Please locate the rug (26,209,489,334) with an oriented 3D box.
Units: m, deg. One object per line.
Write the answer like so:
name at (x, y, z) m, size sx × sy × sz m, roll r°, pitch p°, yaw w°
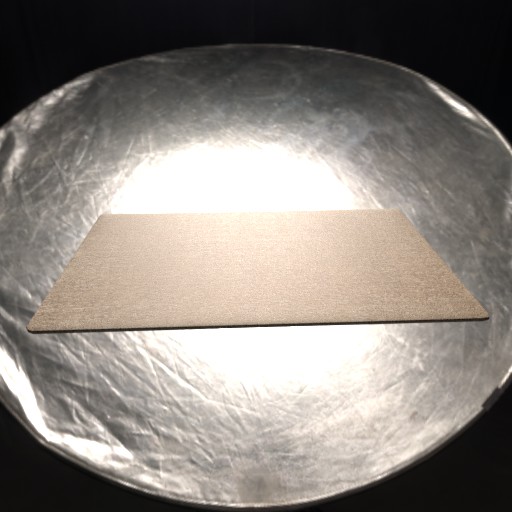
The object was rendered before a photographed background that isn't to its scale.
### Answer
rug at (0.000, 0.000, 2.996) m, size 2.469 × 0.024 × 1.539 m, roll -1°, pitch 29°, yaw -2°
